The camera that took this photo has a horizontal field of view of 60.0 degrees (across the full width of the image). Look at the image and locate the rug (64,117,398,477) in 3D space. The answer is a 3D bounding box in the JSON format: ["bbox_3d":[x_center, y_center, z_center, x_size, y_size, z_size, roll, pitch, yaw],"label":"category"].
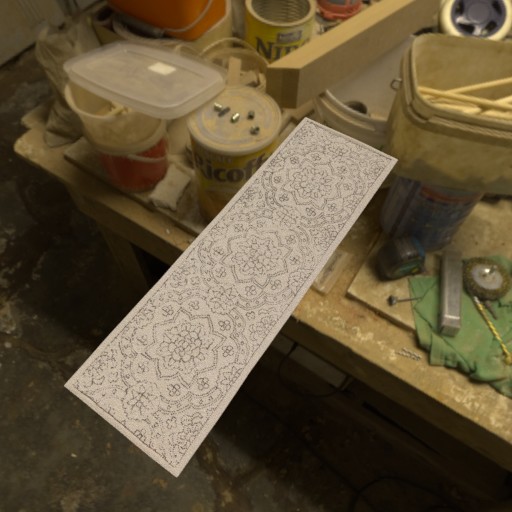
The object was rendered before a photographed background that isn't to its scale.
[{"bbox_3d":[0.000,0.000,2.723,0.769,0.012,2.448,30,64,17],"label":"rug"}]
